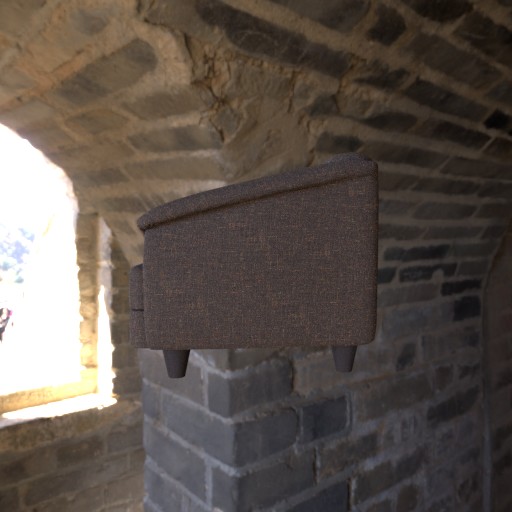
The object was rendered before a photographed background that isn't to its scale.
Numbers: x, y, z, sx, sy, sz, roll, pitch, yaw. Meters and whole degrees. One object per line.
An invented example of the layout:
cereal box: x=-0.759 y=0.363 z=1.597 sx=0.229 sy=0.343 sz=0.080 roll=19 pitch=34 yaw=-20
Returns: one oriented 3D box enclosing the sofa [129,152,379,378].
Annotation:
sofa: x=0.000 y=0.000 z=2.282 sx=0.887 sy=0.790 sz=1.849 roll=0 pitch=2 yaw=0
